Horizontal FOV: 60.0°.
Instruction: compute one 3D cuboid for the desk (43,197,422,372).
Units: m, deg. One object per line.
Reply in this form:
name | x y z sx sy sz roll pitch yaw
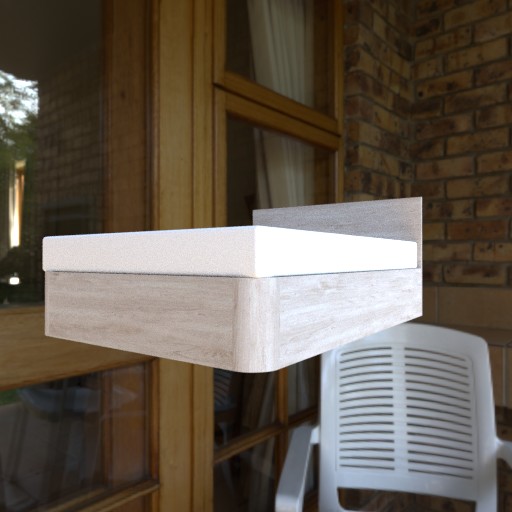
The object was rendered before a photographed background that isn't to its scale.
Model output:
desk | 0.000 0.000 2.631 1.400 0.800 1.900 0 0 36
